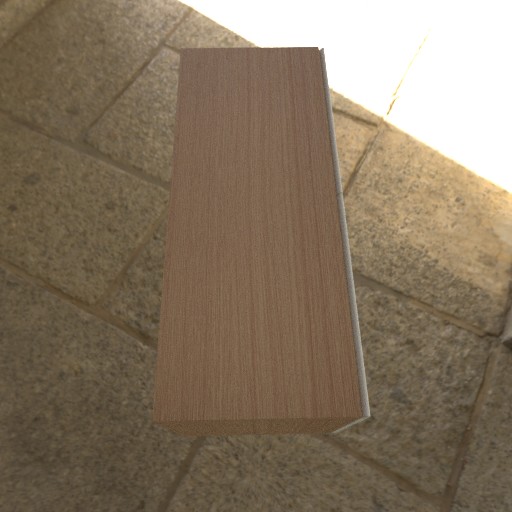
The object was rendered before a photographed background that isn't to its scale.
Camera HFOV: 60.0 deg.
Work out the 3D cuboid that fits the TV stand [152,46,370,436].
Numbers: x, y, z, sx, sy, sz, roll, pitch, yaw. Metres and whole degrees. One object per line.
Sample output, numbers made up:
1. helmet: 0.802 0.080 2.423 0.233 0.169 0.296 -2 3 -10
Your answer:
1. TV stand: 0.000 0.000 1.334 0.407 0.660 0.991 -1 64 0
